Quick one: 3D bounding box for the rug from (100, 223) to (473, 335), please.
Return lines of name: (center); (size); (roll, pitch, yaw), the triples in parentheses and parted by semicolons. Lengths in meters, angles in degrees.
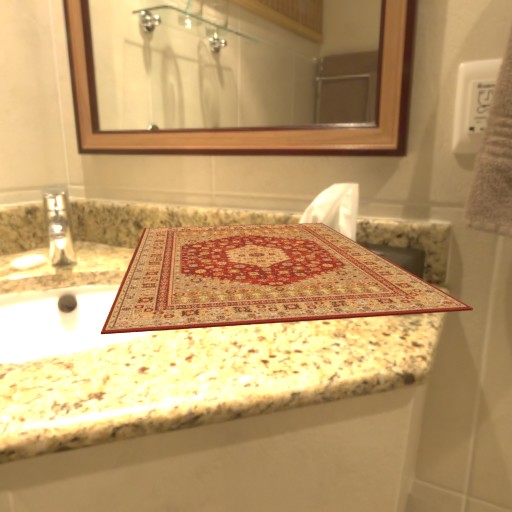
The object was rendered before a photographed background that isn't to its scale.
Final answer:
rug: (0.000, 0.000, 2.902); (1.593, 0.013, 2.211); (-2, 14, -9)
